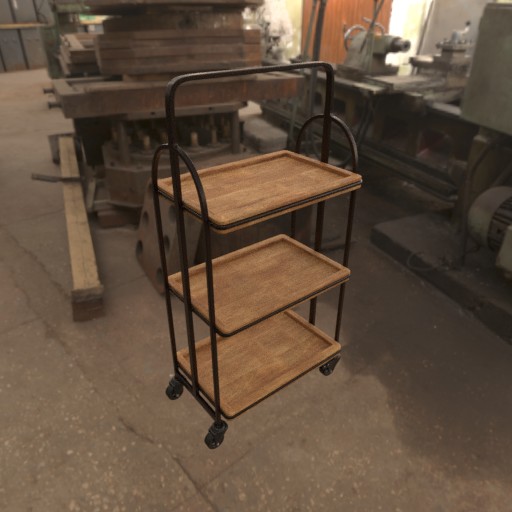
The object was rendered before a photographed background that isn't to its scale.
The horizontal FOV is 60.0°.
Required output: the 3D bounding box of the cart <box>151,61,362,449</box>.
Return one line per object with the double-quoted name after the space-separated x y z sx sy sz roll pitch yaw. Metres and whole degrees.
0.000 0.000 1.272 0.553 1.001 0.327 -21 36 -33 "cart"
